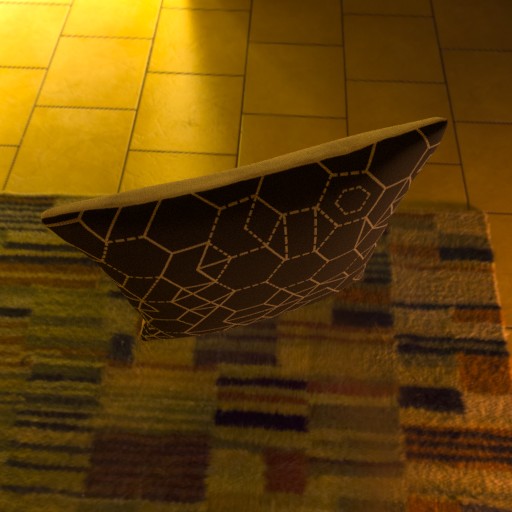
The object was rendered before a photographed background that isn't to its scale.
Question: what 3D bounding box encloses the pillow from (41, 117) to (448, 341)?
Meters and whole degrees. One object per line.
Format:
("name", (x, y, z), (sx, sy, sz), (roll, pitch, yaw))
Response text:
("pillow", (0.000, 0.000, 0.764), (0.517, 0.508, 0.158), (-15, 65, -7))
